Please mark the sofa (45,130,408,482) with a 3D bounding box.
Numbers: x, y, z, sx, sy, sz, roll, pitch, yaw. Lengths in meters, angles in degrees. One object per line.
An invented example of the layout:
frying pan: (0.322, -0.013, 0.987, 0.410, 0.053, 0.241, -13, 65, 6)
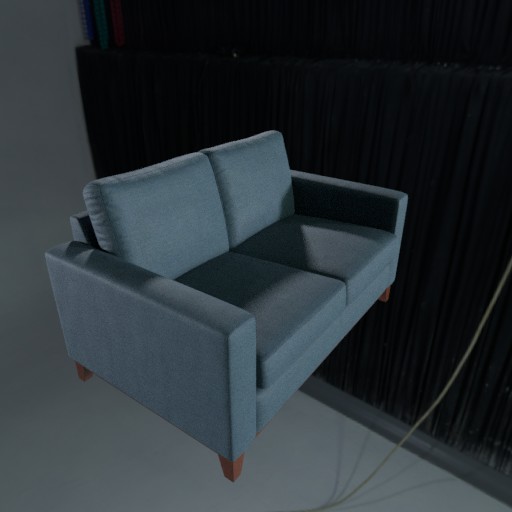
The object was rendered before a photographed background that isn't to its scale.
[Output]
sofa: (0.000, 0.000, 2.066, 0.955, 0.903, 1.489, 18, 32, 31)
